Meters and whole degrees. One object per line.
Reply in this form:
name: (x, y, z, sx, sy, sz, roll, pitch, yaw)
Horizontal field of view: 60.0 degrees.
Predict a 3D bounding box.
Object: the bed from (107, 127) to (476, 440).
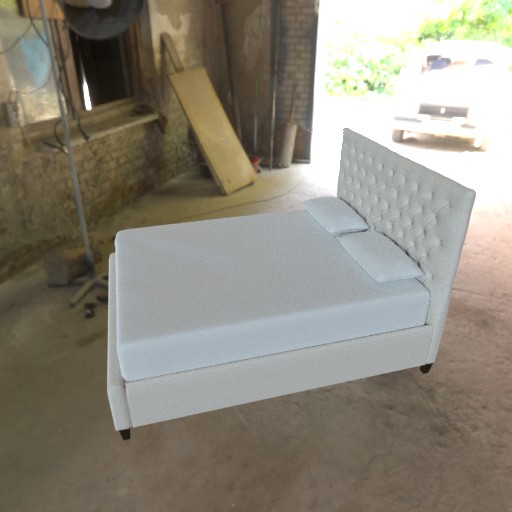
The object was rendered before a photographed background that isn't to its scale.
bed: (0.000, 0.000, 3.343, 2.233, 1.426, 1.696, -8, 30, -14)
